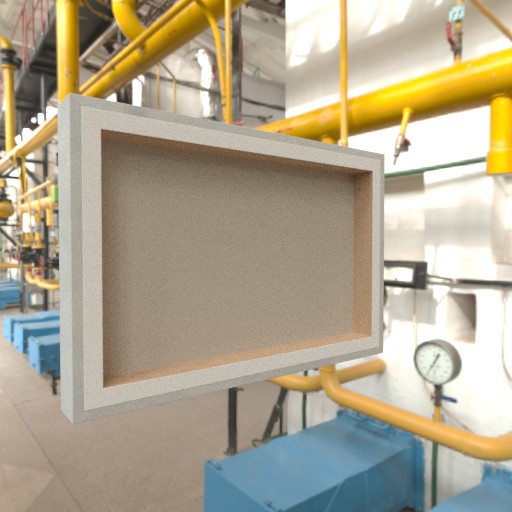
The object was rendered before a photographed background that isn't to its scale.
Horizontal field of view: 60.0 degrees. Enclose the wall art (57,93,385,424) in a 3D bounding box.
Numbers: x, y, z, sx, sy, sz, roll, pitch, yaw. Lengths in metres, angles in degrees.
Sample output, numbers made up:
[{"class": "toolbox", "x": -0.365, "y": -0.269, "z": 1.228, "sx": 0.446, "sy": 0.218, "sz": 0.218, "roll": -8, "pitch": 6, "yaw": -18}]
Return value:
[{"class": "wall art", "x": 0.000, "y": 0.000, "z": 0.468, "sx": 0.381, "sy": 0.254, "sz": 0.038, "roll": -1, "pitch": 2, "yaw": -37}]
